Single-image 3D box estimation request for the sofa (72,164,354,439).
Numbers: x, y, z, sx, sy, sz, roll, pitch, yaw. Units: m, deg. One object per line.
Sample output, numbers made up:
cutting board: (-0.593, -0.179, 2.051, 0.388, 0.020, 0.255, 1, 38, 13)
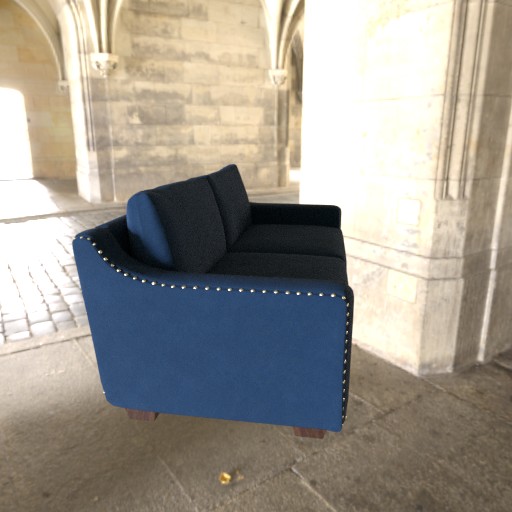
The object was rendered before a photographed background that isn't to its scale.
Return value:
sofa: (0.000, 0.000, 2.698, 1.104, 0.983, 2.107, 2, 16, 9)
